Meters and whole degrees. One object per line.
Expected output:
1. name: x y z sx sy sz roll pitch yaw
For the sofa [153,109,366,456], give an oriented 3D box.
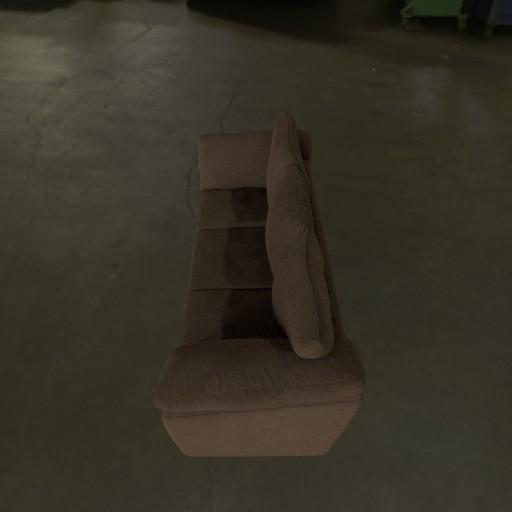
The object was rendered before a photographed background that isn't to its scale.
1. sofa: 0.000 0.000 2.799 0.878 1.015 2.336 0 42 -1
